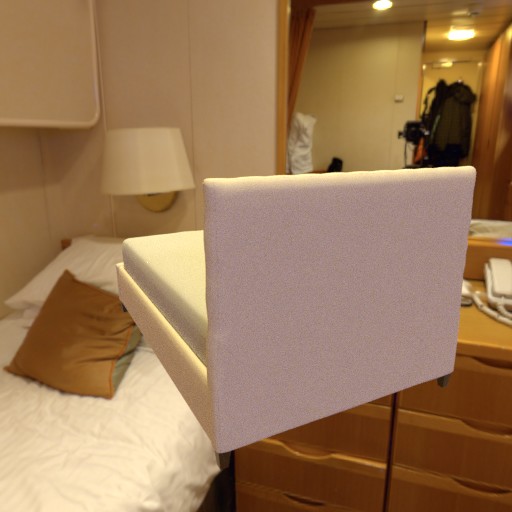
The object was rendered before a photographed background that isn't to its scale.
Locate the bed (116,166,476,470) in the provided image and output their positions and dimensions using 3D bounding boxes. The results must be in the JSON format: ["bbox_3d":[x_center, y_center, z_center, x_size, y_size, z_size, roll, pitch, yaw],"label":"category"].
[{"bbox_3d":[0.000,0.000,3.370,1.698,1.427,2.387,-8,17,-27],"label":"bed"}]
